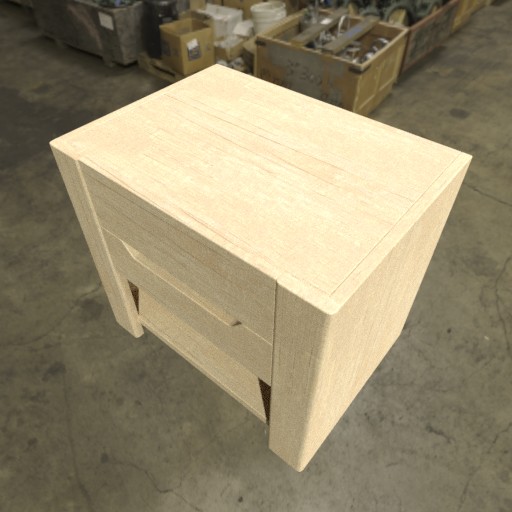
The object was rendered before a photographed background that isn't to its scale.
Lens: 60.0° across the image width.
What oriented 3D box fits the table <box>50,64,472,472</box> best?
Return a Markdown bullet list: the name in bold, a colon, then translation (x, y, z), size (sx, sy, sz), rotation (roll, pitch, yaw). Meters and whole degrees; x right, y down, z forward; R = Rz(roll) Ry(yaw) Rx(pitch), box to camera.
- **table**: translation (0.000, 0.000, 0.917), size (0.570, 0.510, 0.420), rotation (31, 53, 26)
